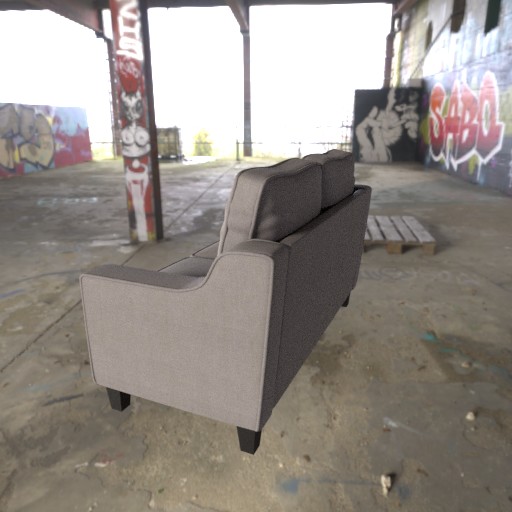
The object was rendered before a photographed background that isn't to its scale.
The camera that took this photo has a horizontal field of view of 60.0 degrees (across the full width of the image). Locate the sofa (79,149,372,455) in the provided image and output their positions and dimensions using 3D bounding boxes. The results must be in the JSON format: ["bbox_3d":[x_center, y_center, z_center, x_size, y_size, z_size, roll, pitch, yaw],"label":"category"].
[{"bbox_3d":[0.000,0.000,2.114,0.791,0.948,1.500,8,19,23],"label":"sofa"}]
